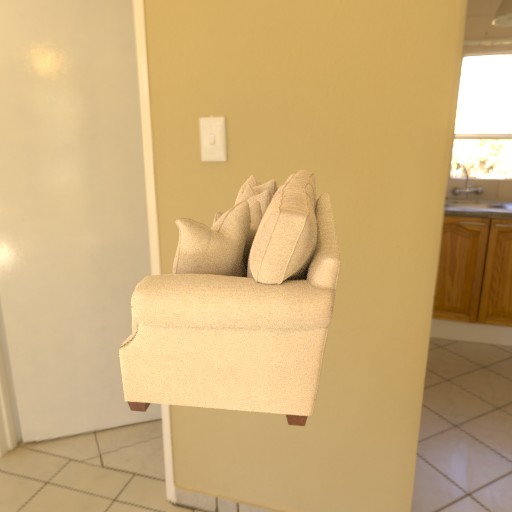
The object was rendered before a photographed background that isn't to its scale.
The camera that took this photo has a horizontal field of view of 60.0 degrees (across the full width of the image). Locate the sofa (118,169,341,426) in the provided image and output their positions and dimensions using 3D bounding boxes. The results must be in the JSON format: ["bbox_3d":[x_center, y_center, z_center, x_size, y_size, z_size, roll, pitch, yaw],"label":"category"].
[{"bbox_3d":[0.000,0.000,2.885,0.965,0.975,2.312,2,15,8],"label":"sofa"}]
